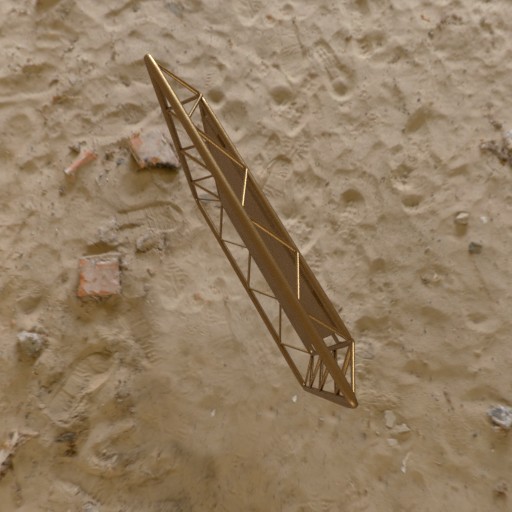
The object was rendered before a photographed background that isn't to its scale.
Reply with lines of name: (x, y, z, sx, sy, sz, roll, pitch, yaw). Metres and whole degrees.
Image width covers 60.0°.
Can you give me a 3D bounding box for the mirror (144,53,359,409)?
mirror: (0.000, 0.000, 0.625, 0.046, 0.414, 0.416, -29, 77, -7)
